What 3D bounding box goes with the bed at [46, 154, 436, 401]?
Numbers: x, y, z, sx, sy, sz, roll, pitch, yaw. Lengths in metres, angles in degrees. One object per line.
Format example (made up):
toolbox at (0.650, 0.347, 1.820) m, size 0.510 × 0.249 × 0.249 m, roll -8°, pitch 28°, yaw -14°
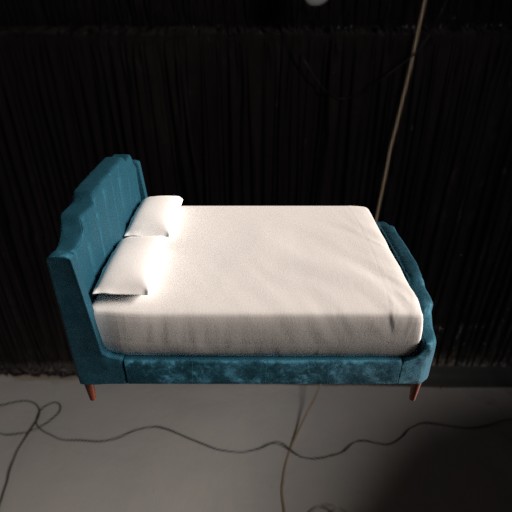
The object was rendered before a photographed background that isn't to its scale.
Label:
bed at (0.000, 0.000, 3.374) m, size 2.322 × 1.338 × 1.678 m, roll 0°, pitch 31°, yaw 0°
